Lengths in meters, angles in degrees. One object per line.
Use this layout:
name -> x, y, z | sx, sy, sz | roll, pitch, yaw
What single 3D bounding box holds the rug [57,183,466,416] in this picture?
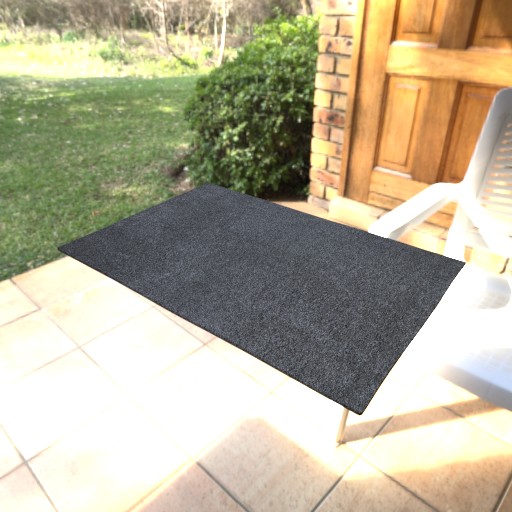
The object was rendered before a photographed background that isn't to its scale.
rug -> 0.000, 0.000, 3.506 | 2.699, 0.026, 1.802 | 22, 37, 32
